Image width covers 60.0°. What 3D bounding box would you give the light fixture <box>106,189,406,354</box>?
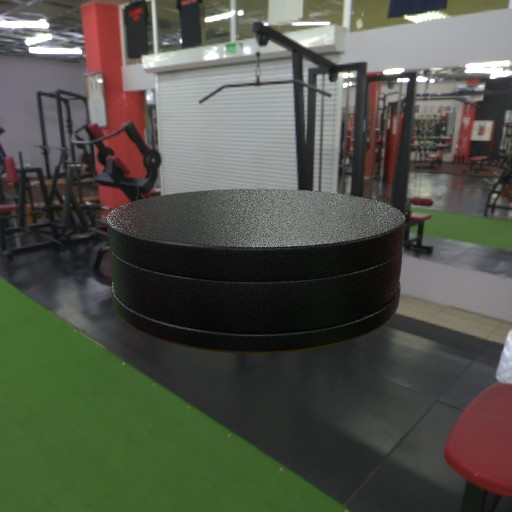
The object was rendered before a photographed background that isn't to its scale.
[{"bbox_3d":[0.000,0.000,0.449,0.283,0.097,0.283,0,17,0],"label":"light fixture"}]
